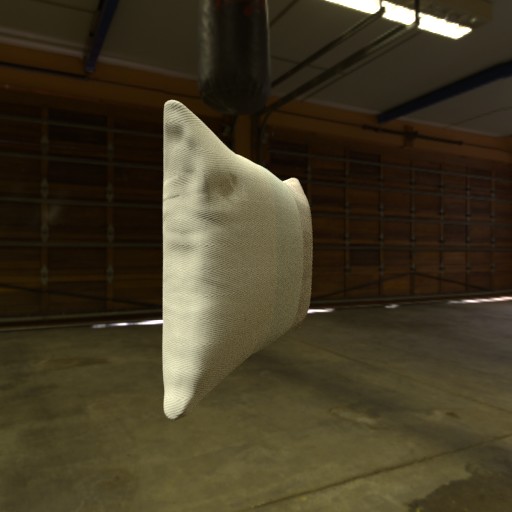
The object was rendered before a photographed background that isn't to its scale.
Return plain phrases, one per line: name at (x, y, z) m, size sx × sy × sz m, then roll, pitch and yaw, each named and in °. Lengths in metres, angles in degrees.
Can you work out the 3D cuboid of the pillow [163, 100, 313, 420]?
pillow at (0.000, 0.000, 0.650) m, size 0.139 × 0.305 × 0.506 m, roll 0°, pitch 0°, yaw 18°
